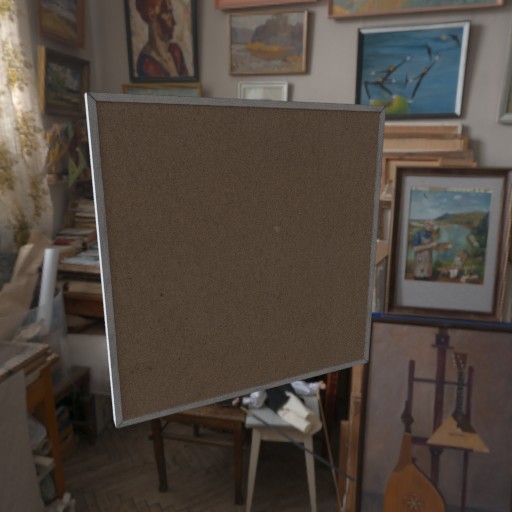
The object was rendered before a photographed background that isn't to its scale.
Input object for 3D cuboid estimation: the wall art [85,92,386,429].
[{"bbox_3d":[0.000,0.000,1.146,0.762,0.762,0.038,-7,16,-25],"label":"wall art"}]
